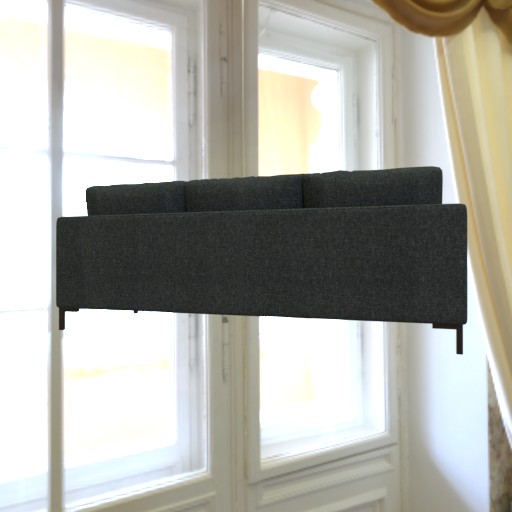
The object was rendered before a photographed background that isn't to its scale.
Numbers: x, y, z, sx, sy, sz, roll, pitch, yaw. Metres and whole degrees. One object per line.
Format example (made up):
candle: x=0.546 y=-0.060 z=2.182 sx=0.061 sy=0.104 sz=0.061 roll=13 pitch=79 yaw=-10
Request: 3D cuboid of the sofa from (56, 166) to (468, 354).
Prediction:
sofa: x=0.000 y=0.000 z=2.675 sx=2.218 sy=0.874 sz=0.859 roll=0 pitch=0 yaw=18
